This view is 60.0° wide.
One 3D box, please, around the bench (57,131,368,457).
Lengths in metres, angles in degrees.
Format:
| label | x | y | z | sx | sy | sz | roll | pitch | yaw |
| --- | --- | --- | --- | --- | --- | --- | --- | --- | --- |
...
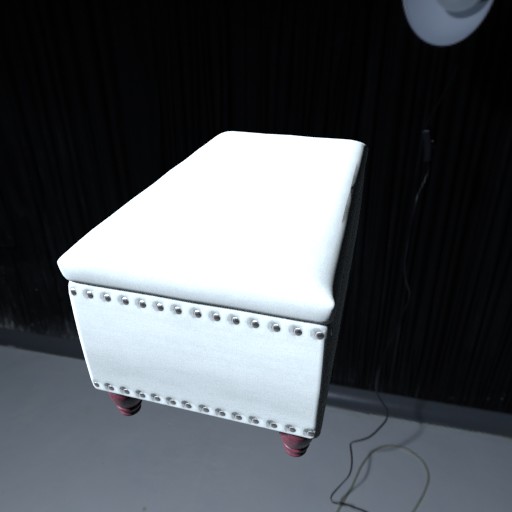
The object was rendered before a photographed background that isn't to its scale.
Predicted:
| label | x | y | z | sx | sy | sz | roll | pitch | yaw |
| --- | --- | --- | --- | --- | --- | --- | --- | --- | --- |
| bench | 0.000 | 0.000 | 1.199 | 0.500 | 0.449 | 0.887 | 8 | 31 | 13 |
